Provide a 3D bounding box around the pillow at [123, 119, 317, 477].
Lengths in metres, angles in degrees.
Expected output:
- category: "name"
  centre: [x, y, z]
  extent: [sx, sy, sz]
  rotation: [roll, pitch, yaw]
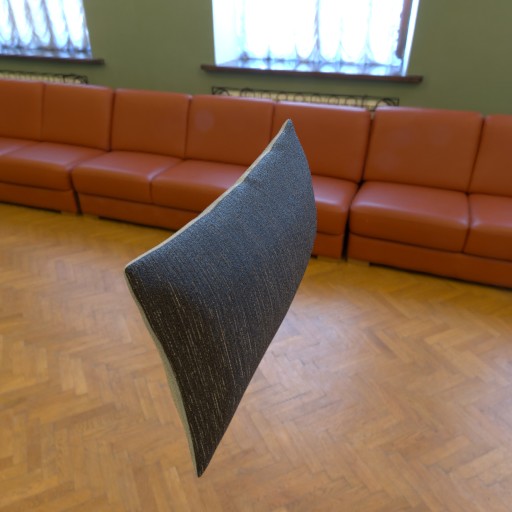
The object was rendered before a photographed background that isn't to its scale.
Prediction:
- category: "pillow"
  centre: [0.000, 0.000, 0.735]
  extent: [0.156, 0.305, 0.608]
  rotation: [10, 32, 16]
